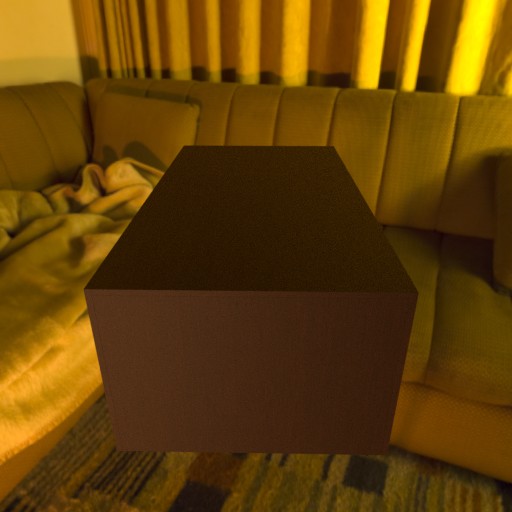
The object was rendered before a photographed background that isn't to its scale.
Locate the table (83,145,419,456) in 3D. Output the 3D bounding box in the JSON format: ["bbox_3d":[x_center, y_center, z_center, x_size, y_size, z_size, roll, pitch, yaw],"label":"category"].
[{"bbox_3d":[0.000,0.000,1.374,0.597,0.424,1.099,1,27,1],"label":"table"}]
